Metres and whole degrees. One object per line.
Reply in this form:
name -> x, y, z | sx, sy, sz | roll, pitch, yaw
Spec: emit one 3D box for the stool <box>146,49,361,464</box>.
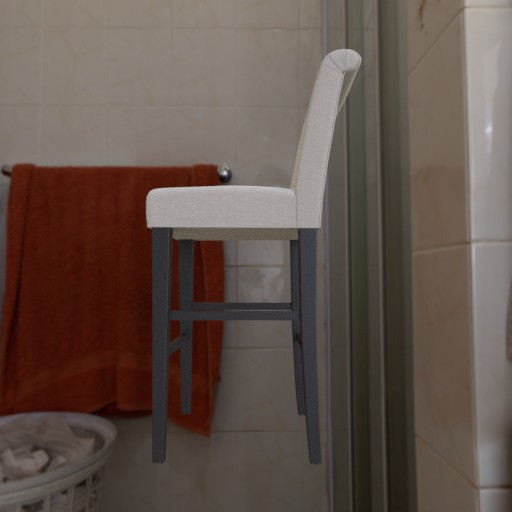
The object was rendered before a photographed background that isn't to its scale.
stool -> 0.000, 0.000, 1.420 | 0.597, 1.124, 0.452 | 0, -3, 1
